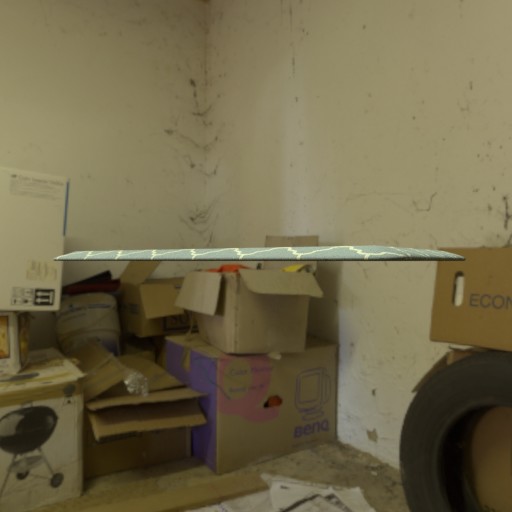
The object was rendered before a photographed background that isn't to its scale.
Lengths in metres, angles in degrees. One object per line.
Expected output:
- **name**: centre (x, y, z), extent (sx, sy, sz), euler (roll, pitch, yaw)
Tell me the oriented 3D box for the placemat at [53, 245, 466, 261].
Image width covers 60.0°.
- **placemat**: centre (0.000, 0.000, 0.959), extent (0.762, 0.021, 0.508), euler (0, -1, 35)
